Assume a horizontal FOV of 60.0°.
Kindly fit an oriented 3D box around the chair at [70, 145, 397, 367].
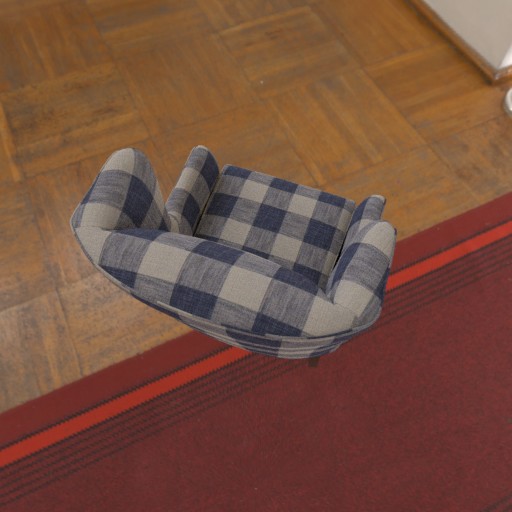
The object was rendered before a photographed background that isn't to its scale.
[{"bbox_3d":[0.000,0.000,1.668,0.830,1.041,0.889,17,64,9],"label":"chair"}]
